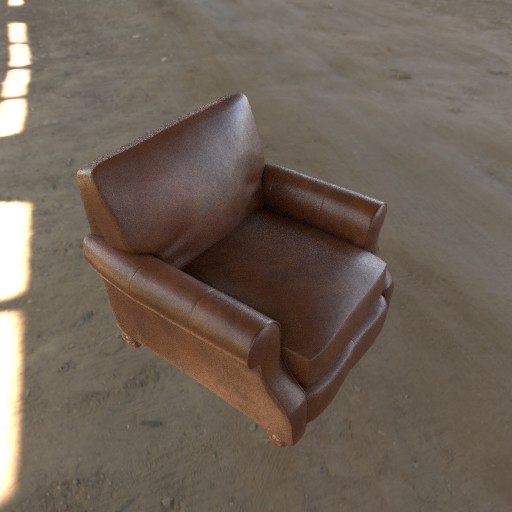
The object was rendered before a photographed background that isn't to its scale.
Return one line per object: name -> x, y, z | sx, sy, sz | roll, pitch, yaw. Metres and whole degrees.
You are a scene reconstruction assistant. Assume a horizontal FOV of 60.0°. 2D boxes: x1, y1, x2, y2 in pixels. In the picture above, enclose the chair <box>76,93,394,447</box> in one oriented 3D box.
chair -> 0.000, 0.000, 1.770 | 0.992, 0.972, 0.989 | 25, 45, 28
